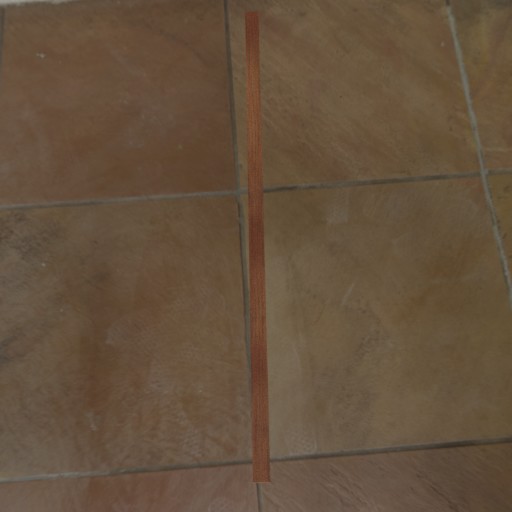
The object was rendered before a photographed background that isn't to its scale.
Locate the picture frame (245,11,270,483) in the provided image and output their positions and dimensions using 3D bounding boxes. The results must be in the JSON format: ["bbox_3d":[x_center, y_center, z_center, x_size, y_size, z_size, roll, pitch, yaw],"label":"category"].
[{"bbox_3d":[0.000,0.000,1.167,0.029,0.640,0.950,-1,75,0],"label":"picture frame"}]
